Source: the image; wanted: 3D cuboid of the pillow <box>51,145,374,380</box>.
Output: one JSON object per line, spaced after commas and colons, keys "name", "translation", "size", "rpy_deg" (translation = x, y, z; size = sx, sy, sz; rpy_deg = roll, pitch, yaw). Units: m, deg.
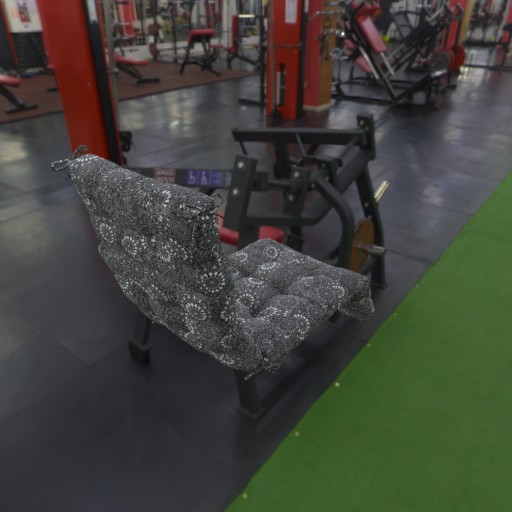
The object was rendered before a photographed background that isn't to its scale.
{"name": "pillow", "translation": [0.000, 0.000, 1.500], "size": [0.526, 0.863, 1.016], "rpy_deg": [23, 37, 34]}
